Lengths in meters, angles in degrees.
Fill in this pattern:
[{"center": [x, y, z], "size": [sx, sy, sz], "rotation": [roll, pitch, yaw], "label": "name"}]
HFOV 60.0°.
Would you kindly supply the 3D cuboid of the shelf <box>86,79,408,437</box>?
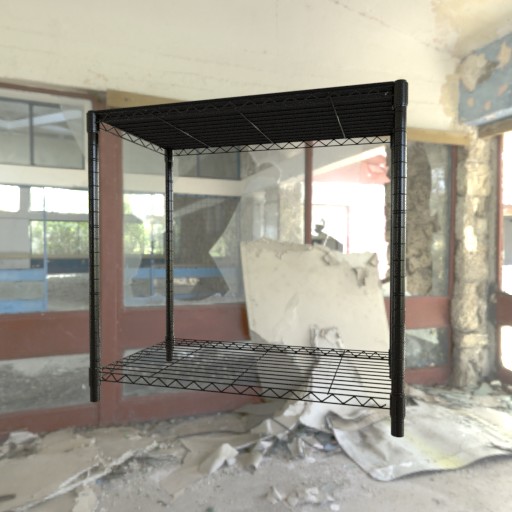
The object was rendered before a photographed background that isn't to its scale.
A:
[{"center": [0.000, 0.000, 0.935], "size": [0.589, 0.564, 0.338], "rotation": [0, 1, 16], "label": "shelf"}]
